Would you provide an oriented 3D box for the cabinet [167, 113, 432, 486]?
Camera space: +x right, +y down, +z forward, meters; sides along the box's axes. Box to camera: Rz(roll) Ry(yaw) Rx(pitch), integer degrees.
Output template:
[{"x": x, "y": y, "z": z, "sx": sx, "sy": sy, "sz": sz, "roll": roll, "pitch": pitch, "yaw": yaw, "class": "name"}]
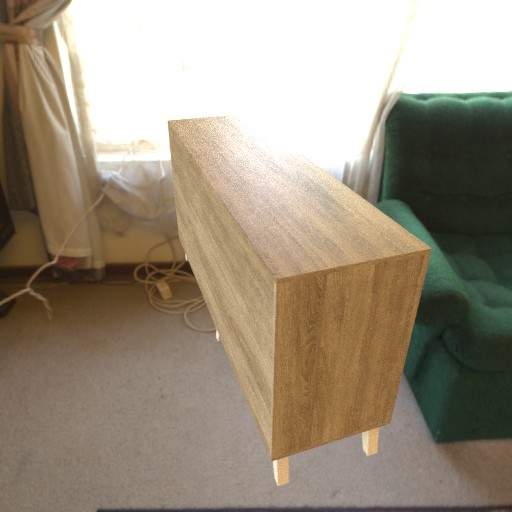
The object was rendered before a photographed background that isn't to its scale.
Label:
[{"x": 0.000, "y": 0.000, "z": 2.004, "sx": 0.450, "sy": 0.870, "sz": 1.600, "roll": -10, "pitch": 33, "yaw": -16, "class": "cabinet"}]
